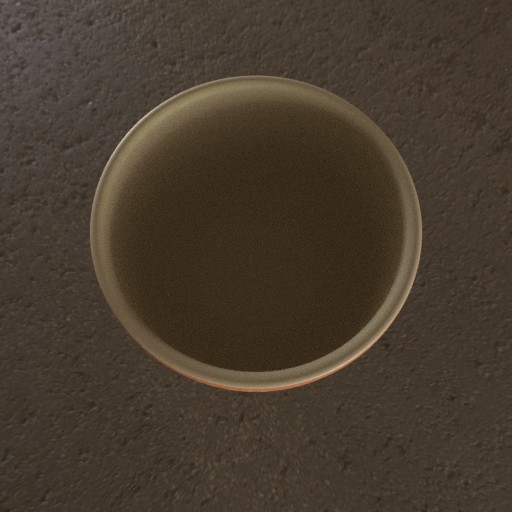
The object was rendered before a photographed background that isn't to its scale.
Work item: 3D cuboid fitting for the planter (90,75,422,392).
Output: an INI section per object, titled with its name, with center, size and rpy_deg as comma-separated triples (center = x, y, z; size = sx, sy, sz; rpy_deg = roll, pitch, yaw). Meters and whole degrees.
[planter]
center = 0.000, 0.000, 0.215
size = 0.124, 0.109, 0.124
rpy_deg = 0, 74, 0
